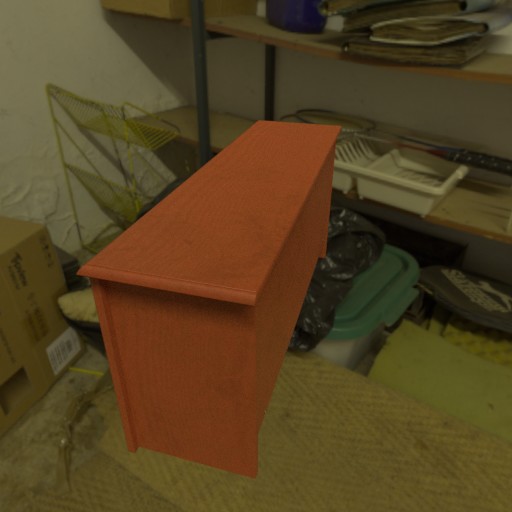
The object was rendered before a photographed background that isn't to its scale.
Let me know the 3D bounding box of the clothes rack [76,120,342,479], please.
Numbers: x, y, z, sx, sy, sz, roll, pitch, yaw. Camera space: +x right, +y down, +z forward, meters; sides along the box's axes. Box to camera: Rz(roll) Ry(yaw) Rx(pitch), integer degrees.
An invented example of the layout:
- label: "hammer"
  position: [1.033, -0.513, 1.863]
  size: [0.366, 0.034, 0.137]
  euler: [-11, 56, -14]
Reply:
- label: "clothes rack"
  position: [0.000, 0.000, 1.479]
  size: [0.362, 0.594, 1.251]
  euler: [8, 31, 14]
